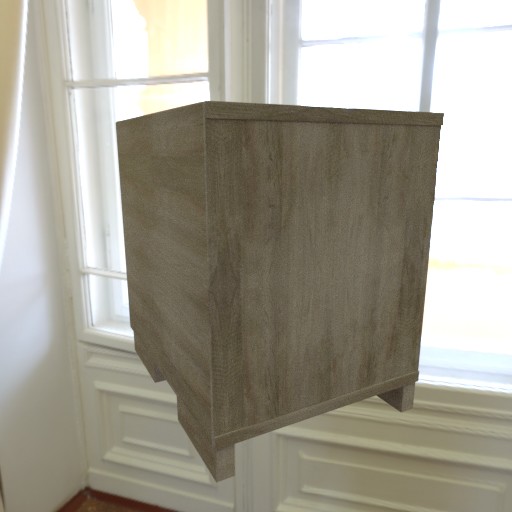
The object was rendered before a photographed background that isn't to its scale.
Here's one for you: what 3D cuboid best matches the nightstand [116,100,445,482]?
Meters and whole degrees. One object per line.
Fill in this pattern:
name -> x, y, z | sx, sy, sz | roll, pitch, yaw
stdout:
nightstand -> 0.000, 0.000, 0.751 | 0.347, 0.448, 0.427 | -7, 16, -27
